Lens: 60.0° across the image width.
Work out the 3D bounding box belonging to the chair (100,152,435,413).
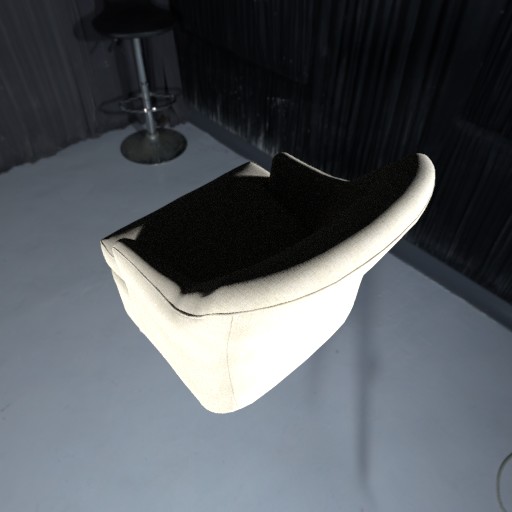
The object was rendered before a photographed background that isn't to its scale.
[{"bbox_3d":[0.000,0.000,1.587,0.864,0.856,0.923,-34,55,-28],"label":"chair"}]
